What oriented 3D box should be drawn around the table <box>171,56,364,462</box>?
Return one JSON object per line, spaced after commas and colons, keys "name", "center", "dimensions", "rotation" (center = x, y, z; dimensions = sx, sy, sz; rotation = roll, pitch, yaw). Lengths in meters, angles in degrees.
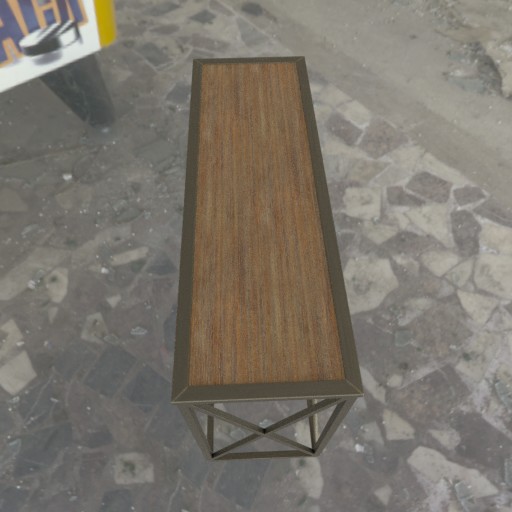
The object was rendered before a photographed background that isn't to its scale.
{"name": "table", "center": [0.000, 0.000, 1.568], "dimensions": [0.402, 0.753, 1.216], "rotation": [-2, 56, -1]}
